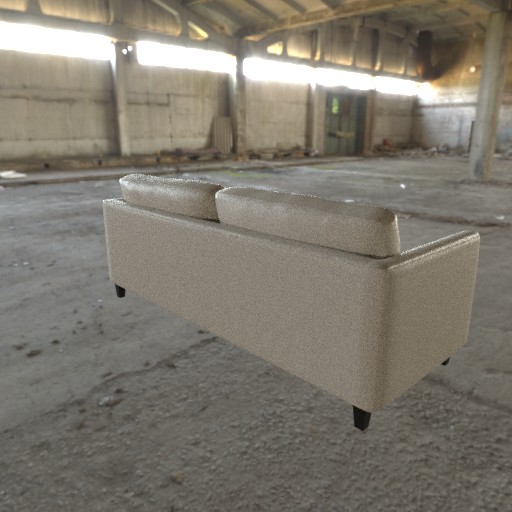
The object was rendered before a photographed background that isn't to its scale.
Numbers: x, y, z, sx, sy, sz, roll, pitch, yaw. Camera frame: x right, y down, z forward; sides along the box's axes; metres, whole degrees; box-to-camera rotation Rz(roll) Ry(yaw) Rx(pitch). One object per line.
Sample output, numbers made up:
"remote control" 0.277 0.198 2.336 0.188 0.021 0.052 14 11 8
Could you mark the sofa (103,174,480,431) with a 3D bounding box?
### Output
"sofa" 0.000 0.000 2.876 0.948 0.965 2.434 -14 21 -42
